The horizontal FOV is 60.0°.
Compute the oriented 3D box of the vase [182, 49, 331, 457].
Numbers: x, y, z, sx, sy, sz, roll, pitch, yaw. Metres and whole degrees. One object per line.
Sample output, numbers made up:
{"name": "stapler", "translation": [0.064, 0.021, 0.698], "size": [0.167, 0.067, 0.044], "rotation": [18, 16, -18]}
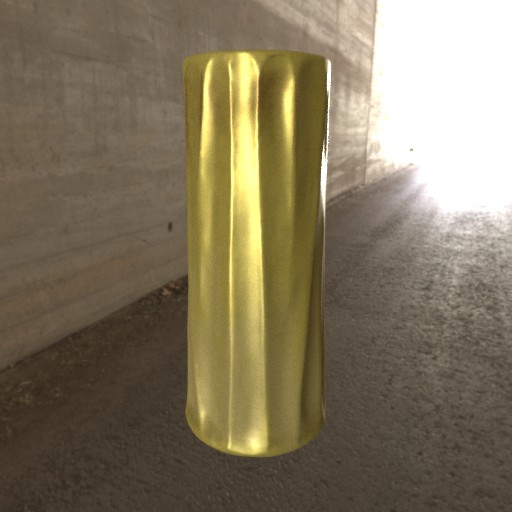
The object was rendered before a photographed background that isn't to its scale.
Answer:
{"name": "vase", "translation": [0.000, 0.000, 0.176], "size": [0.061, 0.143, 0.061], "rotation": [0, 16, 0]}
